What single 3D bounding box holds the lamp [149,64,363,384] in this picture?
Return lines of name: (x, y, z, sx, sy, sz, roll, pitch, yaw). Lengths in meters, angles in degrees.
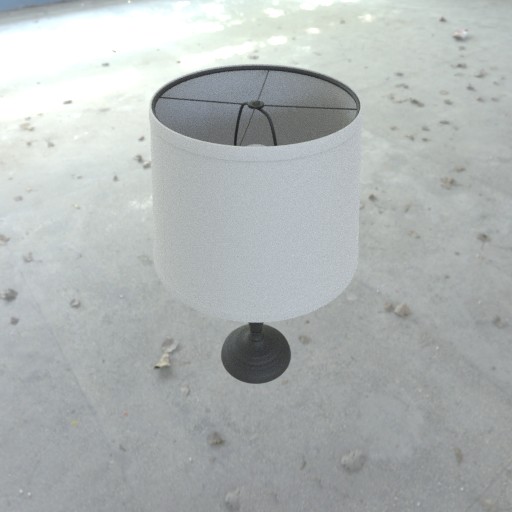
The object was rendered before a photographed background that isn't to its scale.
lamp: (0.000, 0.000, 0.695, 0.310, 0.501, 0.310, 0, 41, 0)
